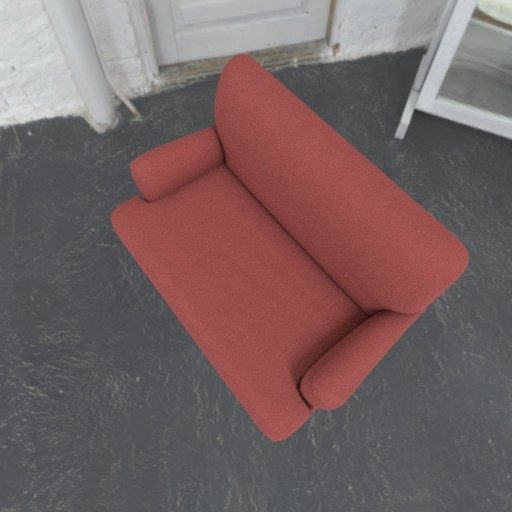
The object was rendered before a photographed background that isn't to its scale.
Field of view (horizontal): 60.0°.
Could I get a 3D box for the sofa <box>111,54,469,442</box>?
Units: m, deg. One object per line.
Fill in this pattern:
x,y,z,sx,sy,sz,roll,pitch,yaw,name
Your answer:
0.000,0.000,1.821,0.779,0.889,1.297,-35,68,-16,sofa
